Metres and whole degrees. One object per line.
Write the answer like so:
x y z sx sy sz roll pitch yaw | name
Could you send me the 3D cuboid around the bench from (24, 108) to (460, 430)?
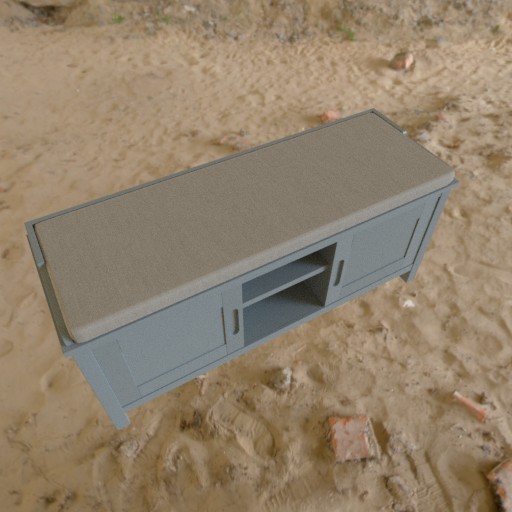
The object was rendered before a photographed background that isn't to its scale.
0.000 0.000 1.368 1.140 0.501 0.398 -23 52 -19 | bench
